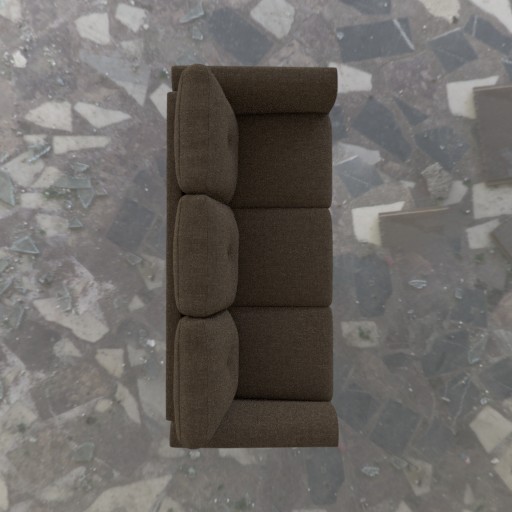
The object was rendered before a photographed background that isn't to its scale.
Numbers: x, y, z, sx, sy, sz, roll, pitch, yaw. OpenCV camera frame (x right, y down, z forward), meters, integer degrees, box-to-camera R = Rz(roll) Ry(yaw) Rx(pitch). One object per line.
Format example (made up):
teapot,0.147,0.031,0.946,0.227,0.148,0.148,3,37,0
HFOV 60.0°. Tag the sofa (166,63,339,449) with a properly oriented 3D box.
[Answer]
sofa,0.000,0.000,2.315,0.837,0.891,1.847,0,89,-1
